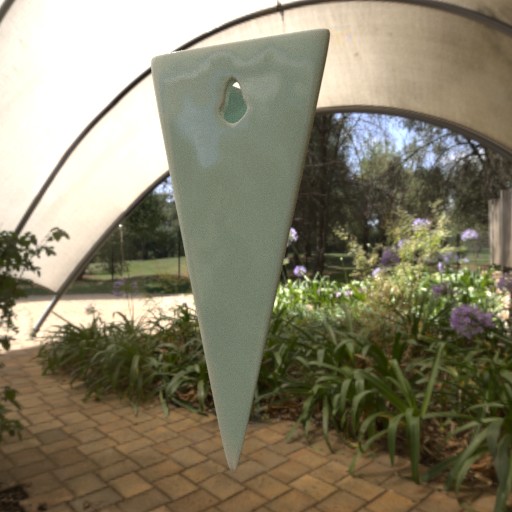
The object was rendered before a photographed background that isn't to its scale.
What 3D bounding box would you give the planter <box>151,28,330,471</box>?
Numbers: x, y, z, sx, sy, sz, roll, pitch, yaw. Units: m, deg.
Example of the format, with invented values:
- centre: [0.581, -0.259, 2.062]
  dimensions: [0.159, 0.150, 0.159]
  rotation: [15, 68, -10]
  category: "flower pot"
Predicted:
- centre: [0.000, 0.000, 0.213]
  dimensions: [0.080, 0.178, 0.064]
  rotation: [0, -1, 18]
  category: "planter"
